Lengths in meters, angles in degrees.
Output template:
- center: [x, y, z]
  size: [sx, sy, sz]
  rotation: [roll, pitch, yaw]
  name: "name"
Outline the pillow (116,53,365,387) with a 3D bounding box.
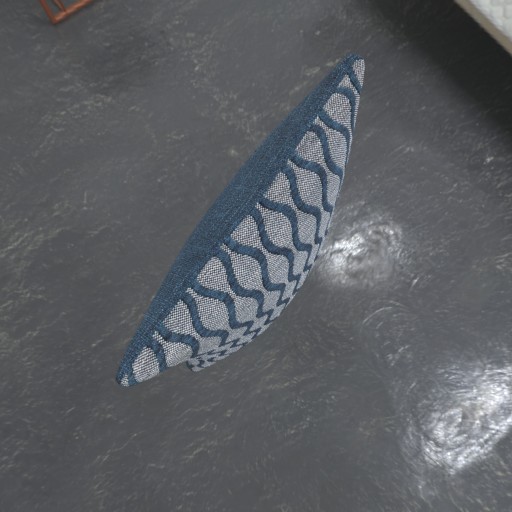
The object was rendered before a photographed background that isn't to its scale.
- center: [0.000, 0.000, 0.660]
  size: [0.159, 0.435, 0.435]
  rotation: [33, 78, 8]
  name: "pillow"
